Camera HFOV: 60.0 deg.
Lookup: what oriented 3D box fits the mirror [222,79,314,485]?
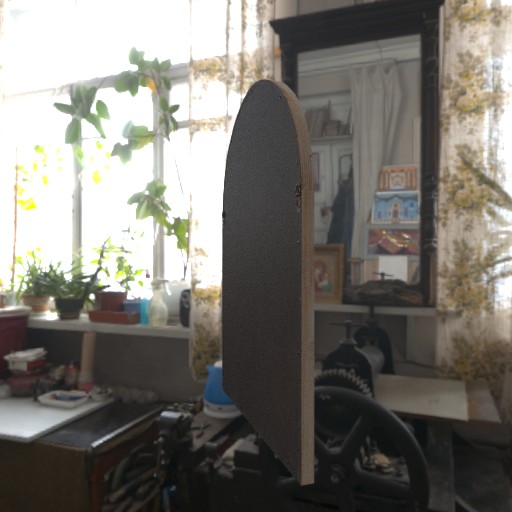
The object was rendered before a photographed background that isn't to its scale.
[{"bbox_3d":[0.000,0.000,1.207,0.032,0.920,0.660,0,1,-18],"label":"mirror"}]
